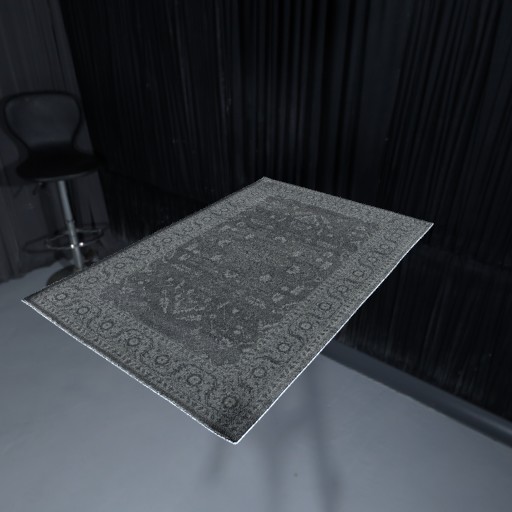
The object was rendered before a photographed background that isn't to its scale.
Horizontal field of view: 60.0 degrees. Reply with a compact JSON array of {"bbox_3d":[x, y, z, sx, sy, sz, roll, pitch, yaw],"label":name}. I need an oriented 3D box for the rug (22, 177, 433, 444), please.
[{"bbox_3d":[0.000,0.000,2.251,1.209,0.019,1.828,21,37,31],"label":"rug"}]
